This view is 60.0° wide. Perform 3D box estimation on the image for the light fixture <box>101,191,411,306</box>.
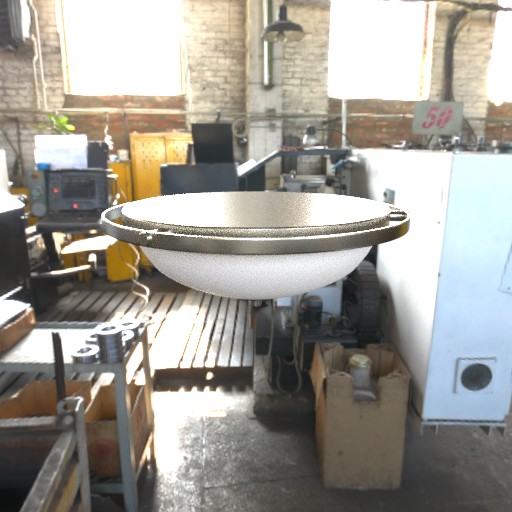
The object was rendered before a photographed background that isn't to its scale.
[{"bbox_3d":[0.000,0.000,0.560,0.361,0.130,0.361,0,14,0],"label":"light fixture"}]
